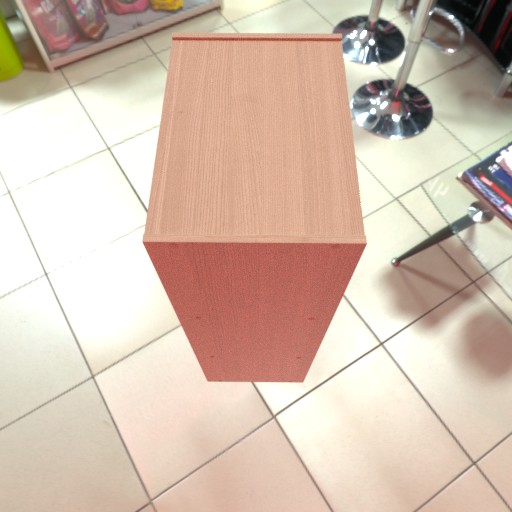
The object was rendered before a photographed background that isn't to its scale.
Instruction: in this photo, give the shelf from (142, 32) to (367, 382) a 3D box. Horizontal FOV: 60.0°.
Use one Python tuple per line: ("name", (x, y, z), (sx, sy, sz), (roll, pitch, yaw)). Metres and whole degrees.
("shelf", (0.000, 0.000, 1.060), (0.292, 0.876, 0.417), (0, 63, 0))
